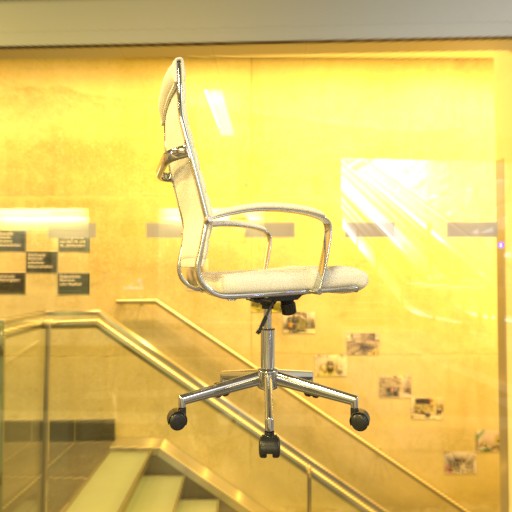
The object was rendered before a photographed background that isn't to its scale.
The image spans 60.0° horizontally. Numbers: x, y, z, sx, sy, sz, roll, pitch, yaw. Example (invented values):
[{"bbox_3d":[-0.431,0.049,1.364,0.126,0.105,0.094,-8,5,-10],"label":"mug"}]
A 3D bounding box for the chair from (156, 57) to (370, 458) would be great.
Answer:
[{"bbox_3d":[0.000,0.000,1.569,0.679,1.149,0.679,0,-1,-17],"label":"chair"}]
